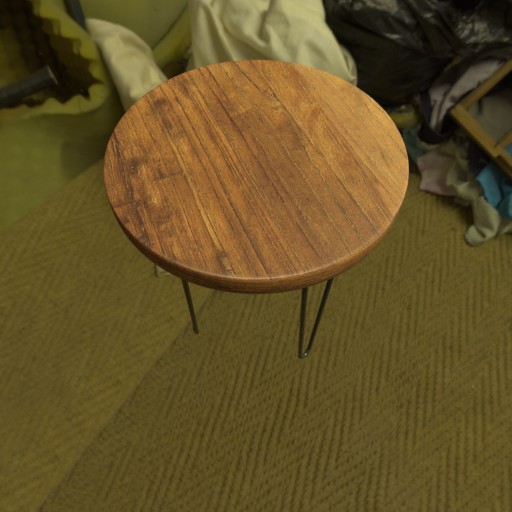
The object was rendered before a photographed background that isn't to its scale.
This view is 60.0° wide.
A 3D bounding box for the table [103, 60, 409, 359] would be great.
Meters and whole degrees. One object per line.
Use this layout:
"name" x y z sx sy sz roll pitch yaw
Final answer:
"table" 0.000 0.000 0.804 0.400 0.520 0.400 0 57 0
